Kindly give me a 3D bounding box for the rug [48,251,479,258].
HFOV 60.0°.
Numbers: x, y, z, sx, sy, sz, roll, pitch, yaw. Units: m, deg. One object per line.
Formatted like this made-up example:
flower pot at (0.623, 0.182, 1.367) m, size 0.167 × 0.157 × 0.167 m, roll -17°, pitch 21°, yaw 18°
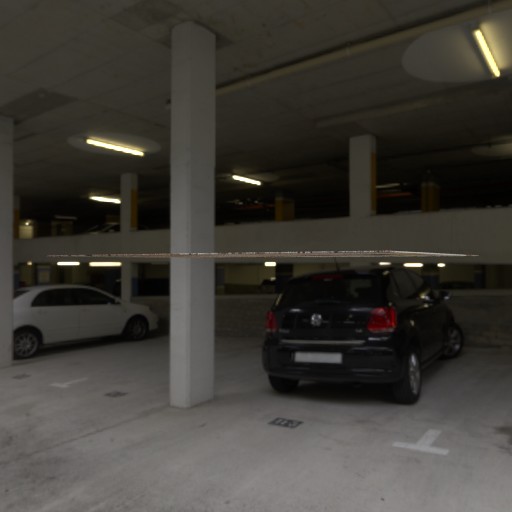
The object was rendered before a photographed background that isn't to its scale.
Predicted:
rug at (0.000, 0.000, 2.324) m, size 1.918 × 0.007 × 1.268 m, roll -1°, pitch -1°, yaw 36°
